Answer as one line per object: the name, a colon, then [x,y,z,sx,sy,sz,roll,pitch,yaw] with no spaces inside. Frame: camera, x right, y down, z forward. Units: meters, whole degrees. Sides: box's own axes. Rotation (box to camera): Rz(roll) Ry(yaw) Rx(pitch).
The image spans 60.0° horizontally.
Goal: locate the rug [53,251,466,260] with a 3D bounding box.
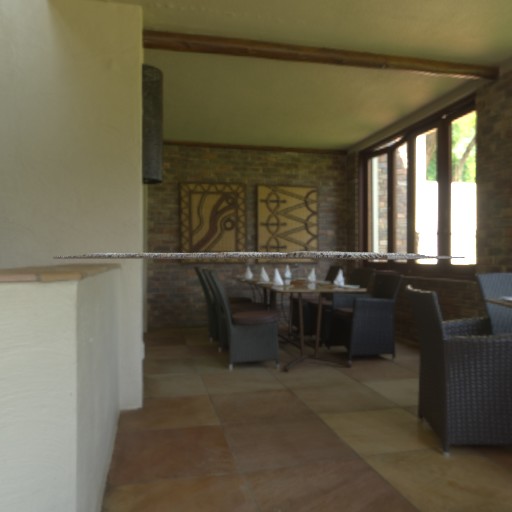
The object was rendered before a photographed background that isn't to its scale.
rug: [0.000,0.000,2.346,1.823,0.030,1.222,0,0,35]
